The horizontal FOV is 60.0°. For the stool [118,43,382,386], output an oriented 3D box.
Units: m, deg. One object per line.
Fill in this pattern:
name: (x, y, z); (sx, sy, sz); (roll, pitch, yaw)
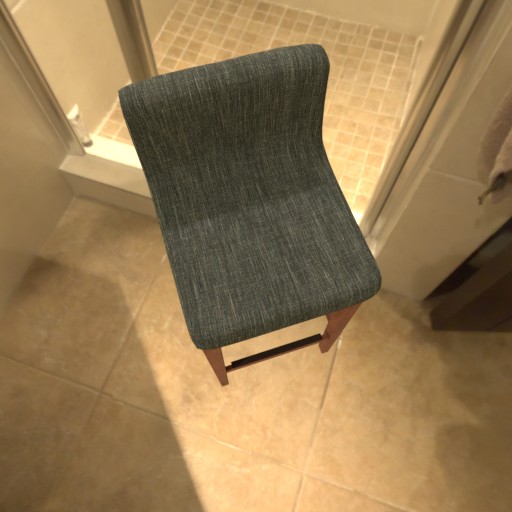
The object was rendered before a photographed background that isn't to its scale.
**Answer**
stool: (0.000, 0.000, 1.100); (0.395, 0.835, 0.459); (-16, 66, -8)
